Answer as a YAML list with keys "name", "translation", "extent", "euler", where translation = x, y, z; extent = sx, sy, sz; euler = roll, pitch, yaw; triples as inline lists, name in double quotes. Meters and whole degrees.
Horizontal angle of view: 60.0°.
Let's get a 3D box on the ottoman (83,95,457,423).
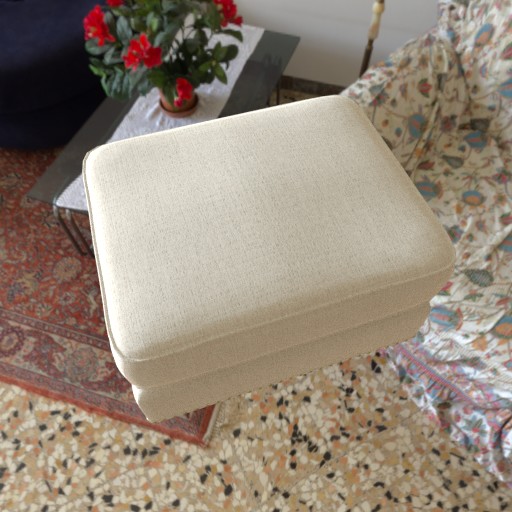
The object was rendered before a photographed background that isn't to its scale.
- name: "ottoman"
  translation: [0.000, 0.000, 1.143]
  extent: [0.738, 0.537, 0.589]
  euler: [-15, 59, -10]
